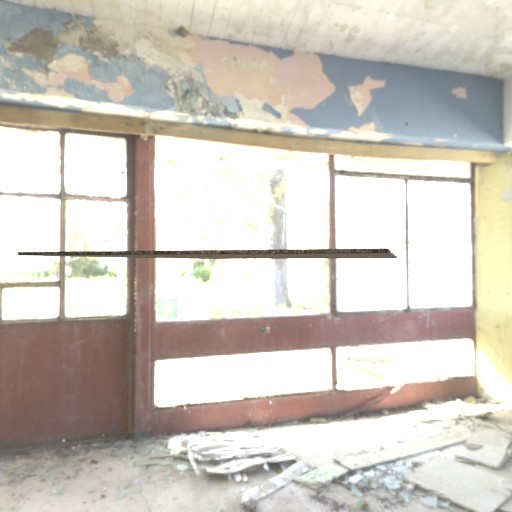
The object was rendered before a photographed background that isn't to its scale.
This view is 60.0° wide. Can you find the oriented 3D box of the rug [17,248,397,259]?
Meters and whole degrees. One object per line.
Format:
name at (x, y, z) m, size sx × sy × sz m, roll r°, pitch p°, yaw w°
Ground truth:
rug at (0.000, 0.000, 4.020) m, size 2.401 × 0.025 × 3.000 m, roll 0°, pitch -1°, yaw 18°
